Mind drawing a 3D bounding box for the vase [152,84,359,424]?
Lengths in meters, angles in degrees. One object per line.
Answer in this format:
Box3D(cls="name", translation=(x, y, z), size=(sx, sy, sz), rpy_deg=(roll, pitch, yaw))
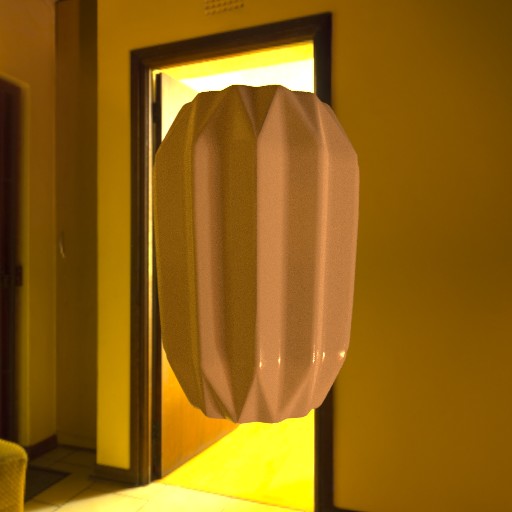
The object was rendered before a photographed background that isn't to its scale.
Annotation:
Box3D(cls="vase", translation=(0.000, 0.000, 0.416), size=(0.195, 0.275, 0.195), rpy_deg=(0, 0, 0))
